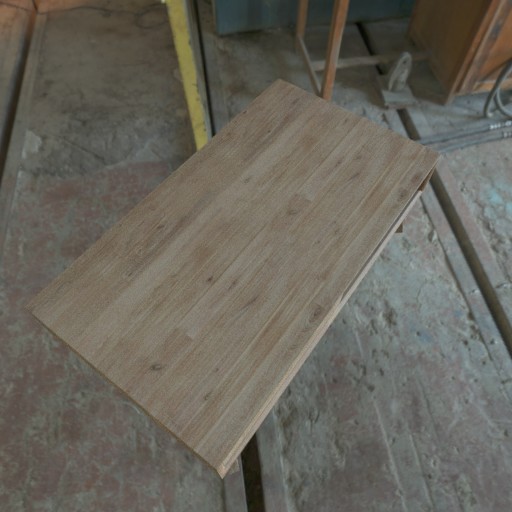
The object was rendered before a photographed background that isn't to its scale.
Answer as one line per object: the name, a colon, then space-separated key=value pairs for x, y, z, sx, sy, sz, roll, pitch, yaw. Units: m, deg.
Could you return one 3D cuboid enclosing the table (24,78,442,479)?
table: x=0.000 y=0.000 z=2.038 sx=0.918 sy=0.531 sz=1.619 roll=32 pitch=63 yaw=18
